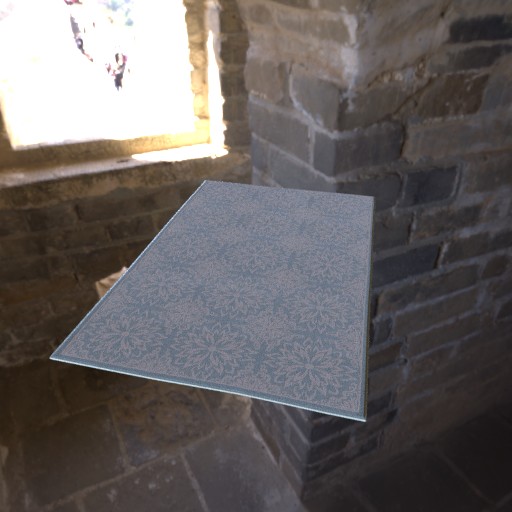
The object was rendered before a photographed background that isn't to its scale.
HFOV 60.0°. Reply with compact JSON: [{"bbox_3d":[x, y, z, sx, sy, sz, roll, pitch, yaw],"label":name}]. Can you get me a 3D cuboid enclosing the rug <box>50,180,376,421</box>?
[{"bbox_3d":[0.000,0.000,3.534,1.819,0.018,2.746,7,33,12],"label":"rug"}]
